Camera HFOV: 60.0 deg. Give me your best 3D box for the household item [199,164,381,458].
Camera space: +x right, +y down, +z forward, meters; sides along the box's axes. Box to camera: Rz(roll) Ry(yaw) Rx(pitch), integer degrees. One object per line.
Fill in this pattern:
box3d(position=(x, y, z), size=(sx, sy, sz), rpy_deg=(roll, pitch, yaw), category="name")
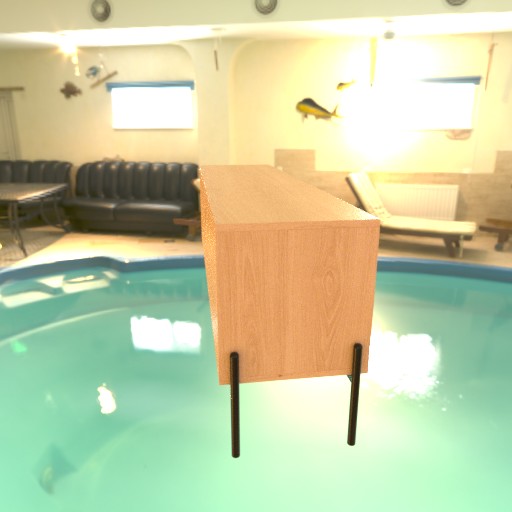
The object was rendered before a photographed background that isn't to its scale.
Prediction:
box3d(position=(0.000, 0.000, 1.793), size=(0.400, 0.600, 1.550), rpy_deg=(-2, 17, -8), category="household item")
